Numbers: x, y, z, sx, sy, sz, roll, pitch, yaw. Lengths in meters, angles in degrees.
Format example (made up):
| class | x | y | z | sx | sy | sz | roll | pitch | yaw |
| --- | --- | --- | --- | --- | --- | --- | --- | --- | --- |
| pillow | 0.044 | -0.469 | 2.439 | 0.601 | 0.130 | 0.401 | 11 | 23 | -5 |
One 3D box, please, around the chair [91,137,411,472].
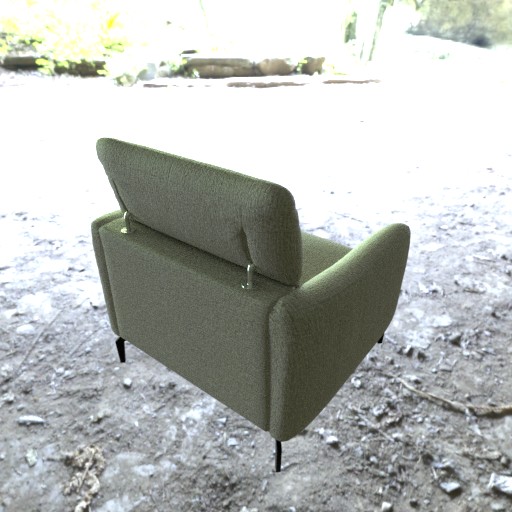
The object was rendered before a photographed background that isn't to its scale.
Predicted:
| class | x | y | z | sx | sy | sz | roll | pitch | yaw |
| --- | --- | --- | --- | --- | --- | --- | --- | --- | --- |
| chair | 0.000 | 0.000 | 1.701 | 0.972 | 0.967 | 0.835 | 22 | 37 | 32 |
